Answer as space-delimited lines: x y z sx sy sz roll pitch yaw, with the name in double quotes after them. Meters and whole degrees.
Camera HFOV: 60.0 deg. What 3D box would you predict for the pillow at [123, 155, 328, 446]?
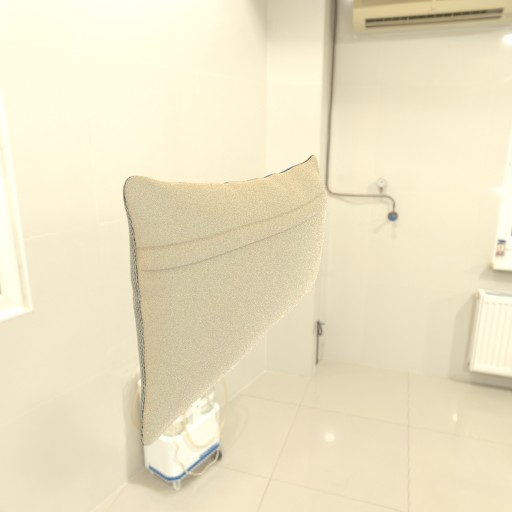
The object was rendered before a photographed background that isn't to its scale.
0.000 0.000 0.726 0.148 0.307 0.604 7 17 24 "pillow"
